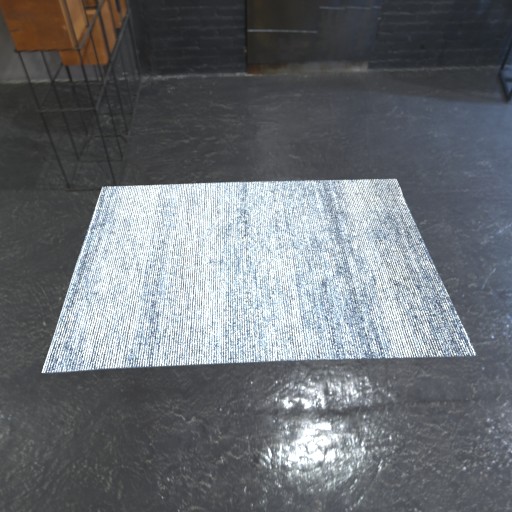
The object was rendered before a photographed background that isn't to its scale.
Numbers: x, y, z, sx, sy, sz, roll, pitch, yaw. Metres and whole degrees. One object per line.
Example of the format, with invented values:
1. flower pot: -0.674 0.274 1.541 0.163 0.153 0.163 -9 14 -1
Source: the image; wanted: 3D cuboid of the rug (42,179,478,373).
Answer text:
1. rug: 0.000 0.000 2.941 2.349 0.030 1.624 -2 46 -2
